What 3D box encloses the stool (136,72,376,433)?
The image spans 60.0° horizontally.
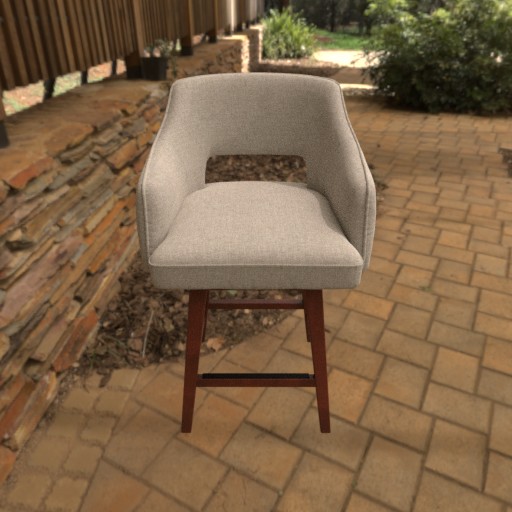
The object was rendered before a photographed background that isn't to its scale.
[{"bbox_3d":[0.000,0.000,1.315,0.599,0.944,0.558,0,30,0],"label":"stool"}]
